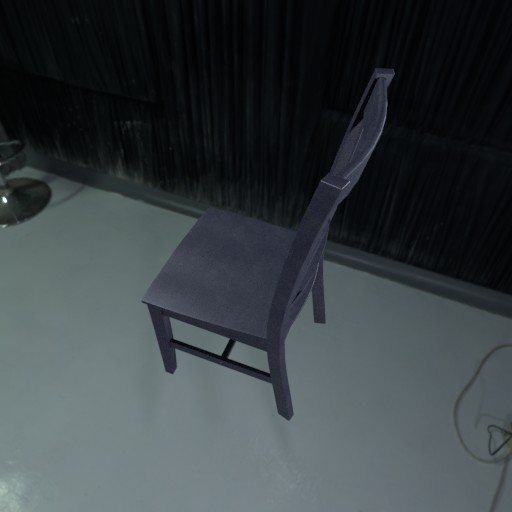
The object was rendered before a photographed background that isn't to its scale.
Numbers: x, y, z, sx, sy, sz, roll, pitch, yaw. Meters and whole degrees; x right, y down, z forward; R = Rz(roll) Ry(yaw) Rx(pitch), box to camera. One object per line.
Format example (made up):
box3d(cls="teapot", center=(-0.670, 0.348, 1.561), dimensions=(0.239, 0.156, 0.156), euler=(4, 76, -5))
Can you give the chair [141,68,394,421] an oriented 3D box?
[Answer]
box3d(cls="chair", center=(0.000, 0.000, 1.295), dimensions=(0.542, 0.983, 0.485), euler=(16, 49, 15))
